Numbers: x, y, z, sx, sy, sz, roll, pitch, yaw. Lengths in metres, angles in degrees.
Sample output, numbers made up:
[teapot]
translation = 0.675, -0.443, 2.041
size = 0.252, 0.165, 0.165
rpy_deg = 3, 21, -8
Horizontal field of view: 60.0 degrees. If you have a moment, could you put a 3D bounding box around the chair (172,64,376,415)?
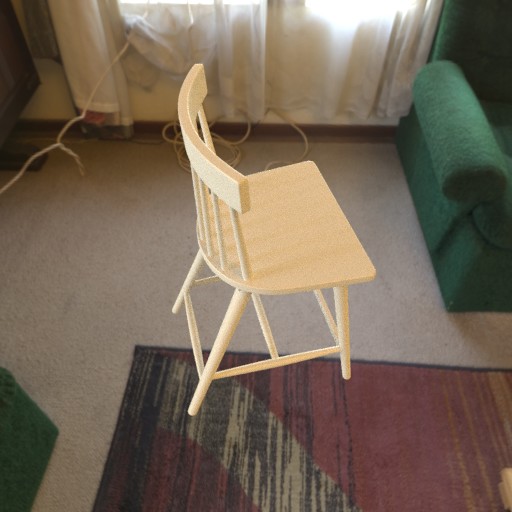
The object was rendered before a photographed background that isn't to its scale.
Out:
[chair]
translation = 0.000, 0.000, 1.299
size = 0.572, 0.952, 0.483
rpy_deg = -11, 49, -10
